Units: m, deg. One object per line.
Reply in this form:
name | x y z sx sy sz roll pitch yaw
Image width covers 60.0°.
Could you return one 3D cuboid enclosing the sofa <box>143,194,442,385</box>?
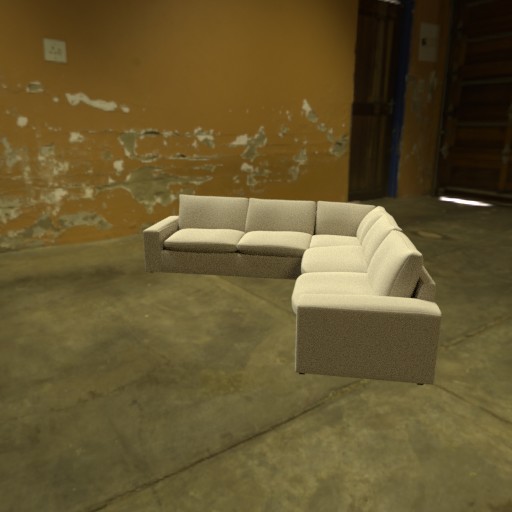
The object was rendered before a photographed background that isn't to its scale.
sofa | 0.000 0.000 4.736 3.066 0.918 3.206 3 15 10
